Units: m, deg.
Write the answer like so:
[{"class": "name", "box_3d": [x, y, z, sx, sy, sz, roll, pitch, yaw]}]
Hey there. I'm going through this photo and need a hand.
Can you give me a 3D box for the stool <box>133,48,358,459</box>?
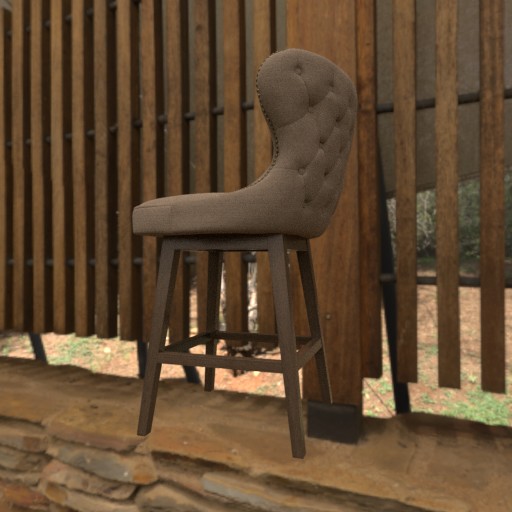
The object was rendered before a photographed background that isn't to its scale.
[{"class": "stool", "box_3d": [0.000, 0.000, 1.333, 0.597, 0.972, 0.615, 0, -1, 19]}]
